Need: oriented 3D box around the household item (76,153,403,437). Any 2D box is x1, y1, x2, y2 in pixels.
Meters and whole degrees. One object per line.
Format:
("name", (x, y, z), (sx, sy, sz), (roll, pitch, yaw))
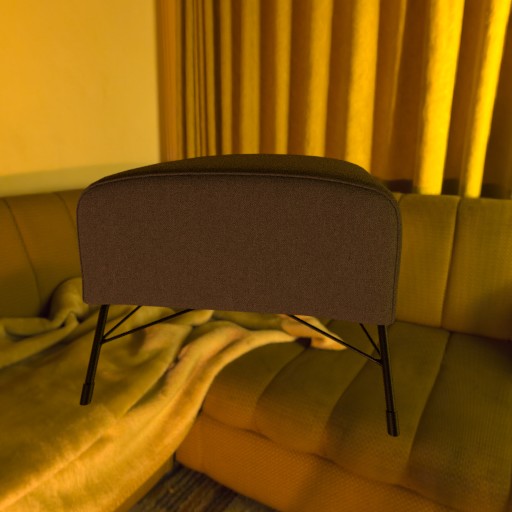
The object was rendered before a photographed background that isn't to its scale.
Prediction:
("household item", (0.000, 0.000, 0.914), (0.530, 0.410, 0.530), (2, 15, 9))
